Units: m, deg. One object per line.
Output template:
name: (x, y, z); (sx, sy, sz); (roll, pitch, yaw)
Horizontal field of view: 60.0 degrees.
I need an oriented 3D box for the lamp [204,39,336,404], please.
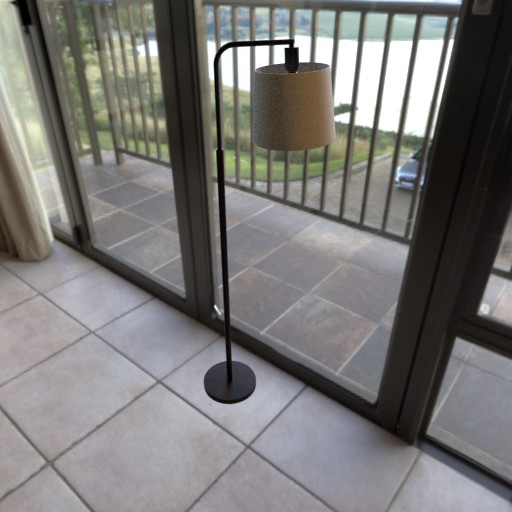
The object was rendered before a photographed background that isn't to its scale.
lamp: (0.000, 0.000, 1.661); (0.508, 1.478, 0.254); (11, 34, 17)
